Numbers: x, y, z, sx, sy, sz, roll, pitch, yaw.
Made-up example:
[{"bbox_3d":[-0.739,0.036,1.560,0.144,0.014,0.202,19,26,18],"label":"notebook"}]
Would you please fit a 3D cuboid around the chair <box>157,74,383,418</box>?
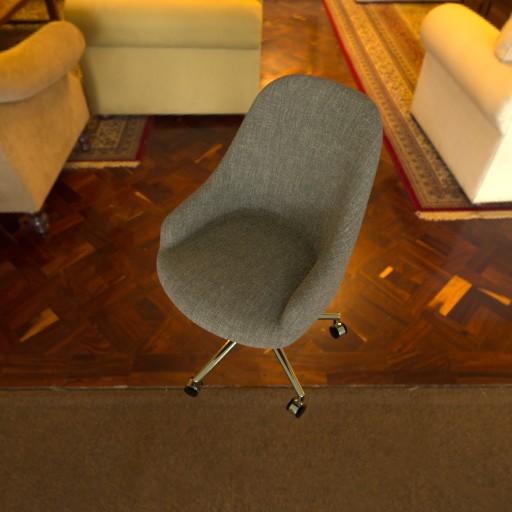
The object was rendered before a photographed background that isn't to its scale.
[{"bbox_3d":[0.000,0.000,1.462,0.671,0.950,0.712,31,53,27],"label":"chair"}]
